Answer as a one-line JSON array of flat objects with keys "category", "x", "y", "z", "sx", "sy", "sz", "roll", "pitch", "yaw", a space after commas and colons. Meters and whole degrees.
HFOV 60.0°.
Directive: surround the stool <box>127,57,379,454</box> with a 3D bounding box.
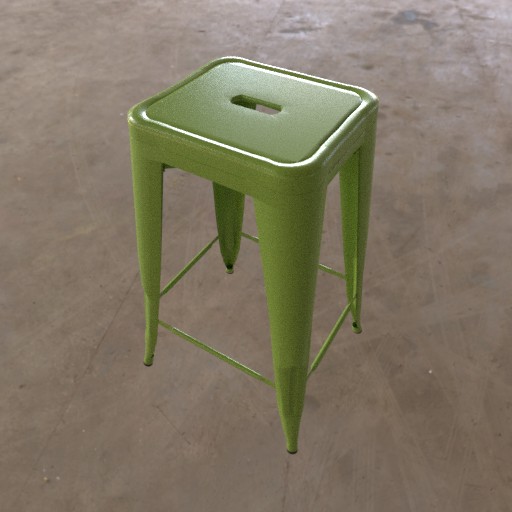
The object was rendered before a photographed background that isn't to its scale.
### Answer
[{"category": "stool", "x": 0.000, "y": 0.000, "z": 0.835, "sx": 0.398, "sy": 0.609, "sz": 0.358, "roll": 24, "pitch": 50, "yaw": 22}]
